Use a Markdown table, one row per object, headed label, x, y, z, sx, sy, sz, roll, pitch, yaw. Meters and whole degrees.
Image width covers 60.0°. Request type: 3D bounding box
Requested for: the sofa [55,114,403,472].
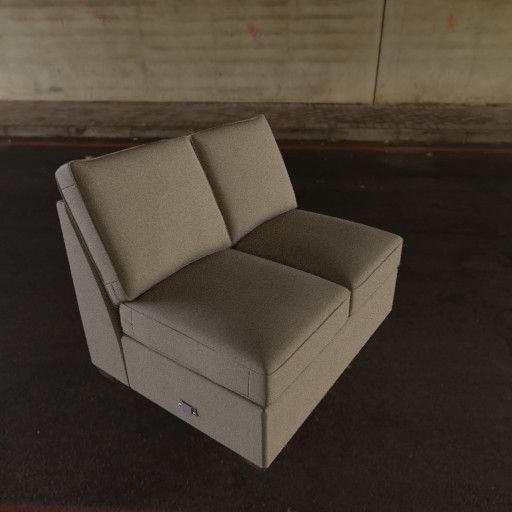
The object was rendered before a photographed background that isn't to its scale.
| label | x | y | z | sx | sy | sz | roll | pitch | yaw |
| --- | --- | --- | --- | --- | --- | --- | --- | --- | --- |
| sofa | 0.000 | 0.000 | 1.994 | 0.978 | 1.006 | 1.232 | 18 | 32 | 31 |
